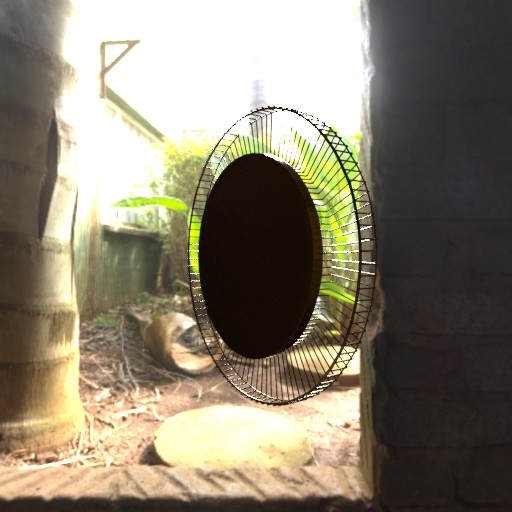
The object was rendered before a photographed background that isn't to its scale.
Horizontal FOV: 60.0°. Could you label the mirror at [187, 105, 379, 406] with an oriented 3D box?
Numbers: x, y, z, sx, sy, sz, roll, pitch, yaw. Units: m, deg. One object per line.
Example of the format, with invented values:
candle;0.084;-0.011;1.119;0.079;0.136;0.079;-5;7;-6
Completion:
mirror;0.000;0.000;1.083;0.067;0.703;0.703;0;1;-35
